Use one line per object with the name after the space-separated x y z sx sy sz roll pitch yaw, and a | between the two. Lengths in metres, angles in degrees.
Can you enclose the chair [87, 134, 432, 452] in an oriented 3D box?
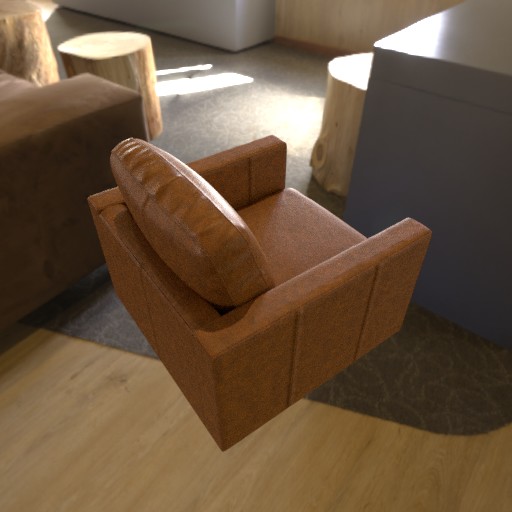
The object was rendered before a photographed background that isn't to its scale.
0.000 0.000 1.706 0.909 0.956 0.890 -26 48 -26 | chair
